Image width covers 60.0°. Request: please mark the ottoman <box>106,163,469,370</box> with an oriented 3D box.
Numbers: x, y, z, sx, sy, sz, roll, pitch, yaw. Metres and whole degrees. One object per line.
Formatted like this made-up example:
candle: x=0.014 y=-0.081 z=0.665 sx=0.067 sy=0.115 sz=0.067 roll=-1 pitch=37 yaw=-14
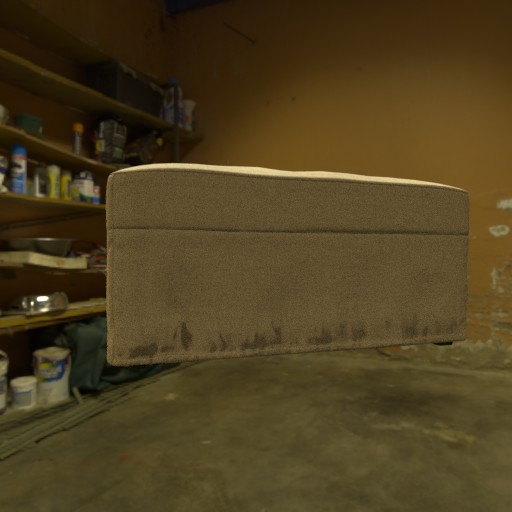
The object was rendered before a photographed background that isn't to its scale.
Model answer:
ottoman: x=0.000 y=0.000 z=1.320 sx=0.843 sy=0.436 sz=0.840 roll=0 pitch=0 yaw=-18
